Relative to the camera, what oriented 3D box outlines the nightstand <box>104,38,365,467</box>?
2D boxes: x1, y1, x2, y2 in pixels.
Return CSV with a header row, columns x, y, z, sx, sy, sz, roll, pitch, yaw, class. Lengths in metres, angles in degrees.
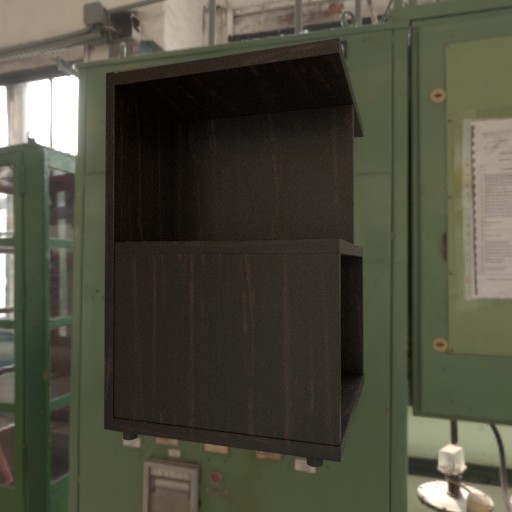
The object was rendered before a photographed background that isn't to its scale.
x,y,z,sx,sy,sz,roll,pitch,yaw,class
0.000,0.000,0.812,0.356,0.559,0.400,0,-1,18,nightstand
